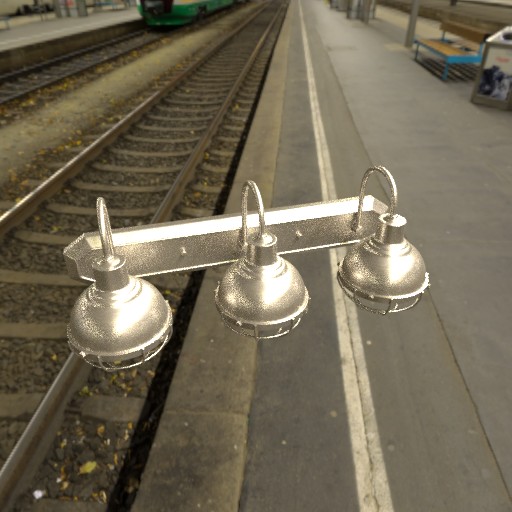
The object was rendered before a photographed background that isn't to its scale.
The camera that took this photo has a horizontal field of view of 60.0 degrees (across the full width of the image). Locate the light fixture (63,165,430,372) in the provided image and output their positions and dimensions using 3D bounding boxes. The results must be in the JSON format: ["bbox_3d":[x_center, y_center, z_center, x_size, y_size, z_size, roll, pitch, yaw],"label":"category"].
[{"bbox_3d":[0.000,0.000,0.762,0.634,0.254,0.229,-9,33,-14],"label":"light fixture"}]
